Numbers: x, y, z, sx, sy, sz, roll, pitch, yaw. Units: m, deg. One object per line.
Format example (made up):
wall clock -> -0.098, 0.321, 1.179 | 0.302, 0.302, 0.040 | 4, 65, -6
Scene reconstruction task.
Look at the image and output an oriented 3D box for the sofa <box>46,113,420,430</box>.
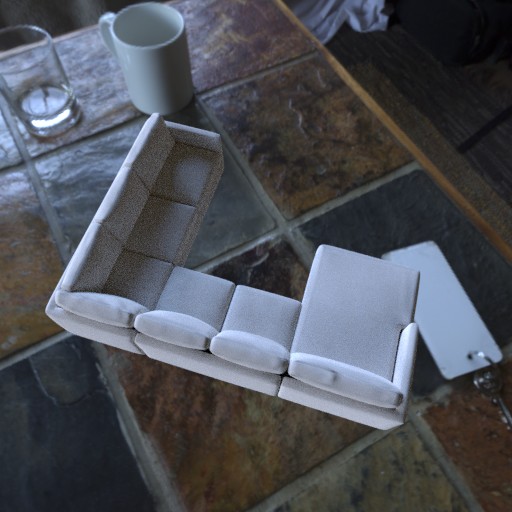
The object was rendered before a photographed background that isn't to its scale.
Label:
sofa -> 0.000, 0.000, 4.725 | 3.459, 0.956, 2.593 | 15, 65, 7
